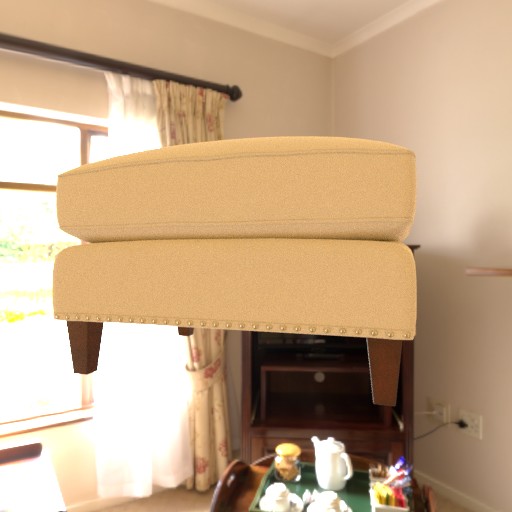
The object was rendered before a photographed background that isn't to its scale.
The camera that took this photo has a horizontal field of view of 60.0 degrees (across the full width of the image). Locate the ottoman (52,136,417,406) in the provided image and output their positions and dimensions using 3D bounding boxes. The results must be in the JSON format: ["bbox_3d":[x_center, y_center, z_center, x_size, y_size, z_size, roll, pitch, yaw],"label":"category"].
[{"bbox_3d":[0.000,0.000,1.105,0.741,0.513,0.584,0,0,18],"label":"ottoman"}]
